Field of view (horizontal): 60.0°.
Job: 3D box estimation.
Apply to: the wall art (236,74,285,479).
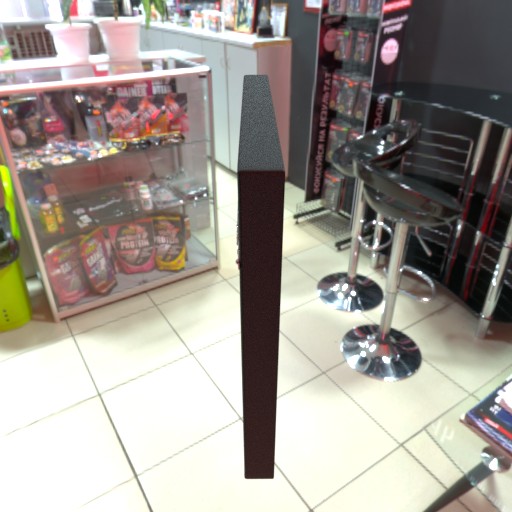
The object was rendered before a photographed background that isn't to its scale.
[{"bbox_3d":[0.000,0.000,0.617,0.041,0.407,0.406,0,32,-1],"label":"wall art"}]
